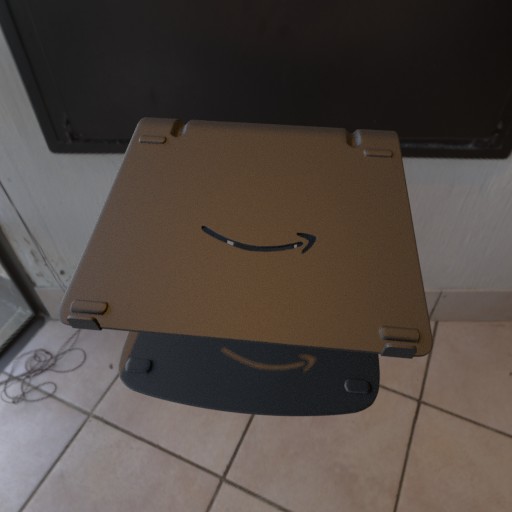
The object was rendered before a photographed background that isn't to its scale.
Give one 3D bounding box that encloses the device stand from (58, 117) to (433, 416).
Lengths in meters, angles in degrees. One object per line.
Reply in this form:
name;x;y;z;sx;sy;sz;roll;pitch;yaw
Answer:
device stand;0.000;0.000;0.403;0.256;0.155;0.236;4;48;4
